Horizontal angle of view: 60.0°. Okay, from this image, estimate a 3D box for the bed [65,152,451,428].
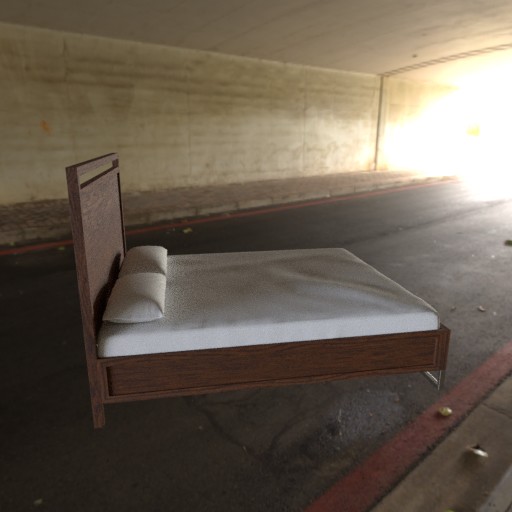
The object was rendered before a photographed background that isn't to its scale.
[{"bbox_3d":[0.000,0.000,3.394,2.218,1.487,1.765,-3,16,-10],"label":"bed"}]
